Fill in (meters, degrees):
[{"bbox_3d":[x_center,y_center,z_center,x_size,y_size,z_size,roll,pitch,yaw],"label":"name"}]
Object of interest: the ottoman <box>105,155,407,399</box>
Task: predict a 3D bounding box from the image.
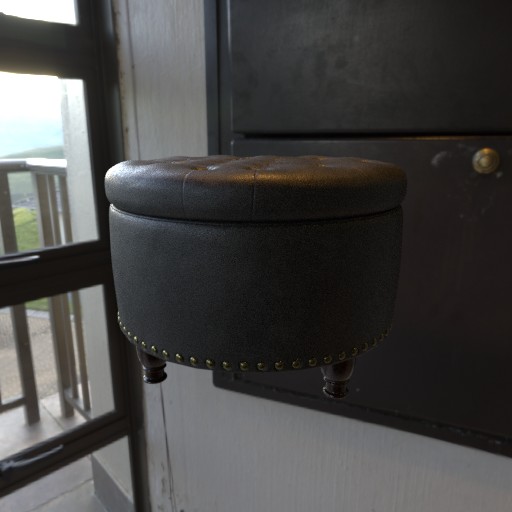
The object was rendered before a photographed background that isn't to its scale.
[{"bbox_3d":[0.000,0.000,1.027,0.637,0.442,0.637,0,15,0],"label":"ottoman"}]
